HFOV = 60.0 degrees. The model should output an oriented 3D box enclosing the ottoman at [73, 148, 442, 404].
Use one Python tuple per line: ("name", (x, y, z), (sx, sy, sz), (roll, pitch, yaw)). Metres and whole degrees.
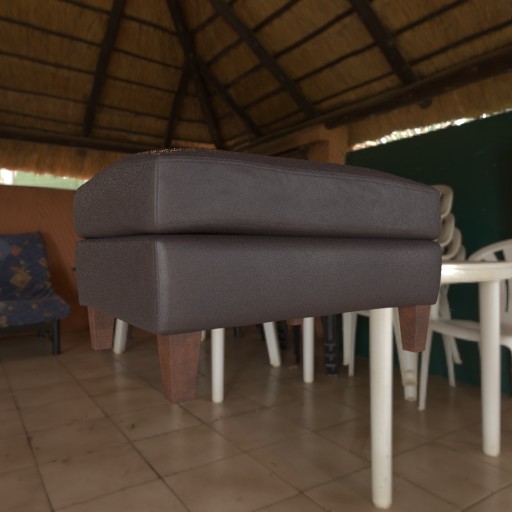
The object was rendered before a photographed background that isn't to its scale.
("ottoman", (0.000, 0.000, 1.260), (0.887, 0.529, 0.659), (-1, 1, -34))
